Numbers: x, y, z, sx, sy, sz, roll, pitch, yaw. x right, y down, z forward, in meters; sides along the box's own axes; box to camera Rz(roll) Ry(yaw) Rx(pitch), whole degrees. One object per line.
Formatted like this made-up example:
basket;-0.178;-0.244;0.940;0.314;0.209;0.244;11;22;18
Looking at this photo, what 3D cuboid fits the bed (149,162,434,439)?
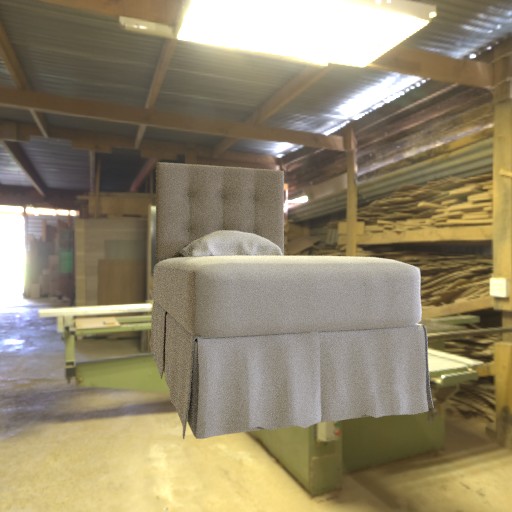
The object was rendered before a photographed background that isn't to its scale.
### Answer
bed;0.000;0.000;2.956;1.261;1.571;1.997;0;0;-18
